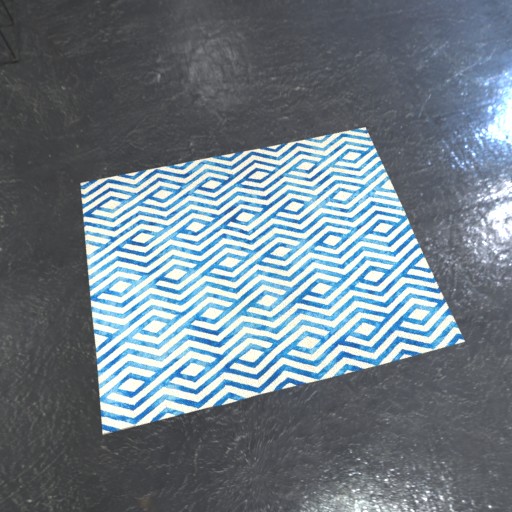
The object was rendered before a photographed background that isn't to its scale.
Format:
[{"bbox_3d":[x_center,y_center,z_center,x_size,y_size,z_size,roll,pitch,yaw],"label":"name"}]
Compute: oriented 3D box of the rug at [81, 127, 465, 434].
[{"bbox_3d":[0.000,0.000,4.130,3.059,0.008,2.453,-13,64,-6],"label":"rug"}]
